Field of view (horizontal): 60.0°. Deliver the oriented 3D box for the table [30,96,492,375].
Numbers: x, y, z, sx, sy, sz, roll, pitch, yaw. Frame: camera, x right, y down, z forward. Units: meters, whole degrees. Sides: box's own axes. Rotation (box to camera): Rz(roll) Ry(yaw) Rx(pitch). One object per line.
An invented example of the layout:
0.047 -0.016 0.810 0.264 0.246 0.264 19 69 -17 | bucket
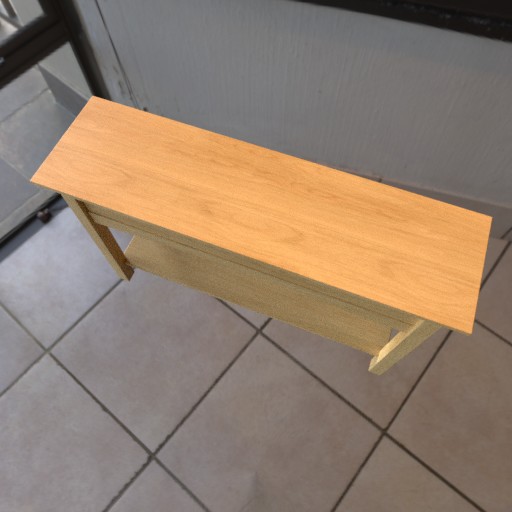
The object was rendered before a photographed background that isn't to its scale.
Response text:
0.000 0.000 1.555 1.240 0.730 0.350 19 66 9 | table
